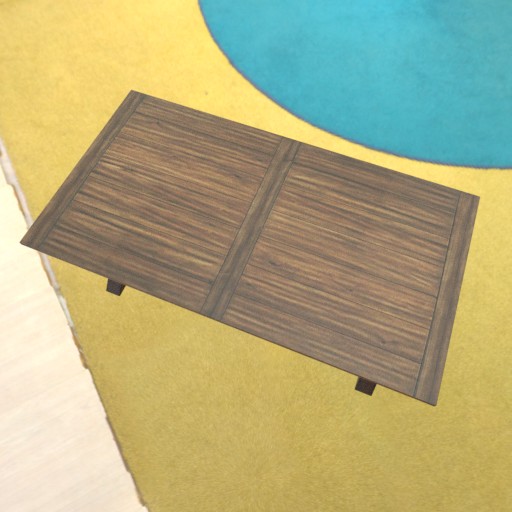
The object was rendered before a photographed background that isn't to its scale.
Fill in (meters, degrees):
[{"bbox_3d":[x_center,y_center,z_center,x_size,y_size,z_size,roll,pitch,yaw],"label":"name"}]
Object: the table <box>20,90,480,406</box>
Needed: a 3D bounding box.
[{"bbox_3d":[0.000,0.000,2.493,1.966,0.793,1.071,20,65,10],"label":"table"}]
